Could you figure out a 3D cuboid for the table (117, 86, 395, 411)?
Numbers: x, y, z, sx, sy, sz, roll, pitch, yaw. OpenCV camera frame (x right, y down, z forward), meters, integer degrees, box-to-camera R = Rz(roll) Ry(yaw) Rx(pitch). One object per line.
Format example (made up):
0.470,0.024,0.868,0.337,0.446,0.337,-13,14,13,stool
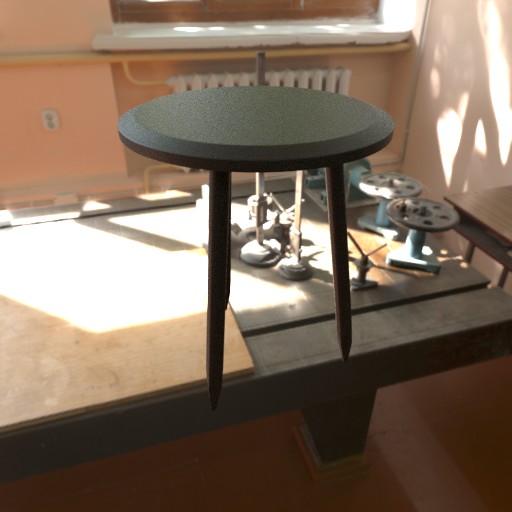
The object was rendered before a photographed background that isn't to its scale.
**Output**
0.000,0.000,0.904,0.457,0.585,0.457,0,31,0,table
